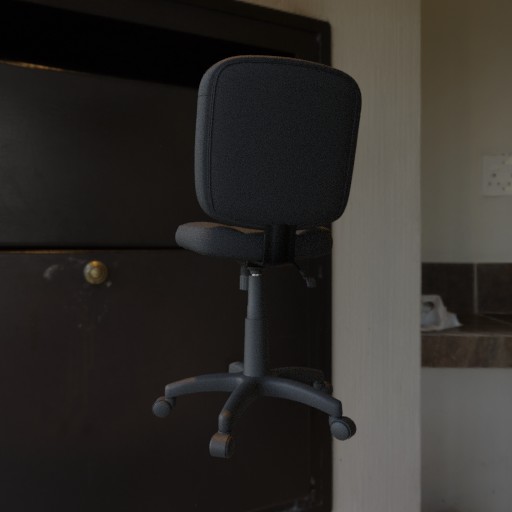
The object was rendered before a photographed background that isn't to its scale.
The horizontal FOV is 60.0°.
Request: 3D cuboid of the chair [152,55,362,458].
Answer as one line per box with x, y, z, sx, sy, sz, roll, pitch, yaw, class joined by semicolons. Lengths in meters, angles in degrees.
0.000;0.000;1.357;0.610;0.972;0.610;0;0;-18;chair
